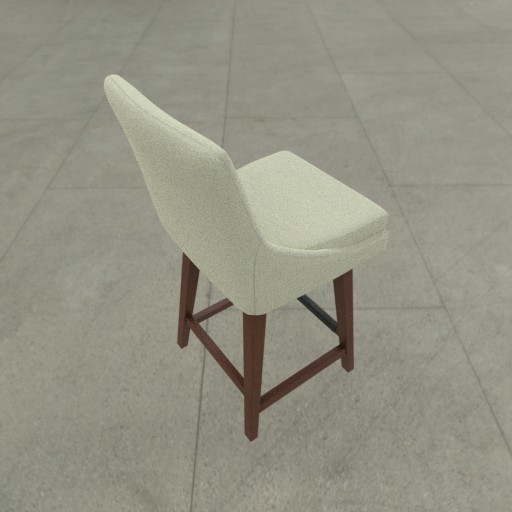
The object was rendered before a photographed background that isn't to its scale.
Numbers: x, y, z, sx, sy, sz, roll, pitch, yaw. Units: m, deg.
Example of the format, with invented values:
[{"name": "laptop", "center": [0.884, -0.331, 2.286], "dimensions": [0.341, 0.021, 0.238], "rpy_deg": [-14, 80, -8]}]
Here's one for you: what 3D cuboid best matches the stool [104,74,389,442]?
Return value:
[{"name": "stool", "center": [0.000, 0.000, 1.257], "dimensions": [0.559, 0.991, 0.469], "rpy_deg": [-26, 47, -26]}]
